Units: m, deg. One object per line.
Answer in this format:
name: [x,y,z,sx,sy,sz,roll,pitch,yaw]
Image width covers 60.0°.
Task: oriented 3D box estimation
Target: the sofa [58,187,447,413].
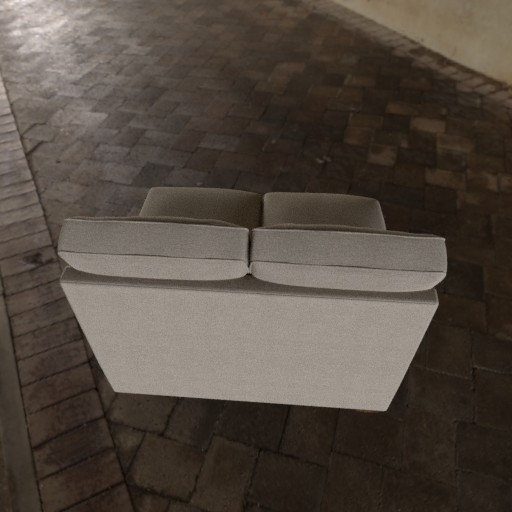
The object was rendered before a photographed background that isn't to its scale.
sofa: [0.000,0.000,1.981,1.232,1.006,0.978,3,46,3]
